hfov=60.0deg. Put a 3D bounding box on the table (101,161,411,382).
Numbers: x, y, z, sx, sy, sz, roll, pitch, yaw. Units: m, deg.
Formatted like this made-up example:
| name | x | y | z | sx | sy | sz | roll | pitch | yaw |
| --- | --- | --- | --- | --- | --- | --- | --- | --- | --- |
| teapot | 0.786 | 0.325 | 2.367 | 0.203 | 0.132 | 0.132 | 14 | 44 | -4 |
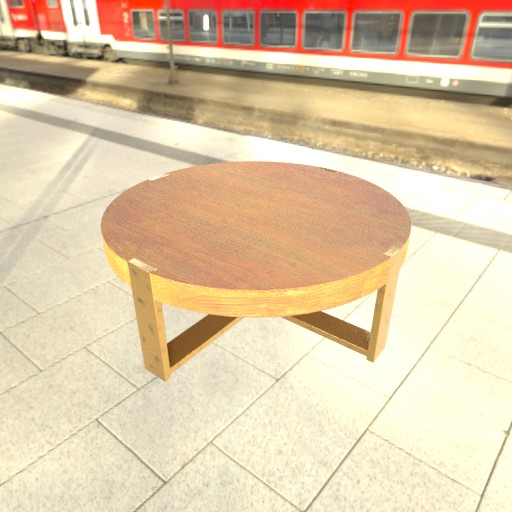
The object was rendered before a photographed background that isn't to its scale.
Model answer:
| name | x | y | z | sx | sy | sz | roll | pitch | yaw |
| --- | --- | --- | --- | --- | --- | --- | --- | --- | --- |
| table | 0.000 | 0.000 | 1.750 | 1.100 | 0.420 | 1.100 | 0 | 30 | 0 |
